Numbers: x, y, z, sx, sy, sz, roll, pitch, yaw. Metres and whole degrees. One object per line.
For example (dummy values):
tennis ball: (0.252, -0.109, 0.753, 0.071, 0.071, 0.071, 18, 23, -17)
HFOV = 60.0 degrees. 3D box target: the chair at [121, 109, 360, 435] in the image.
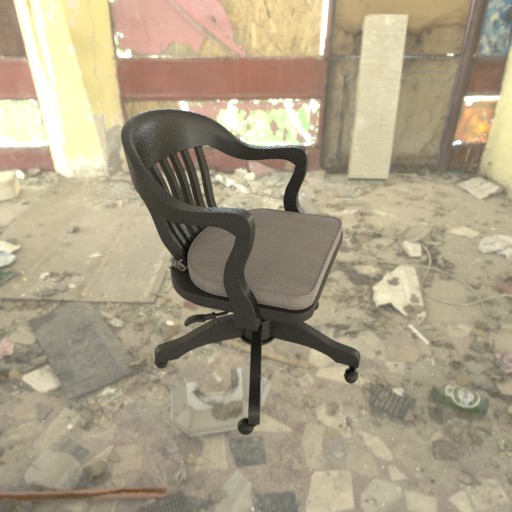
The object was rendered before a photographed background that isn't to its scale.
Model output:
chair: (0.000, 0.000, 1.496, 0.788, 0.878, 0.750, 11, 33, 17)
